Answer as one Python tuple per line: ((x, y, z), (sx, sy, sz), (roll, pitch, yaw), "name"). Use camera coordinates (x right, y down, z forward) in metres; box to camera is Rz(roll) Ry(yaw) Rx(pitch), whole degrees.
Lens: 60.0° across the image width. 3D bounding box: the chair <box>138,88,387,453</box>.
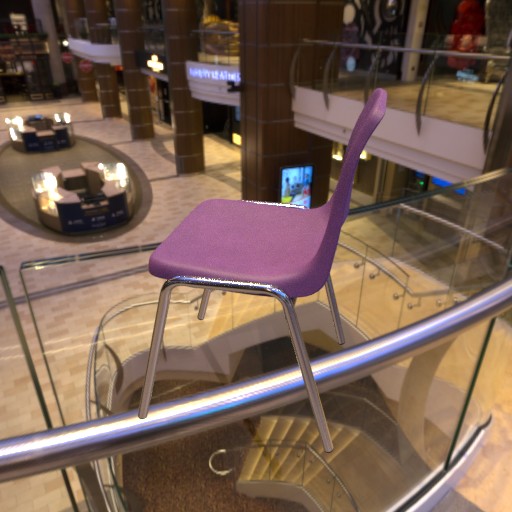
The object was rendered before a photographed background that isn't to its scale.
((0.000, 0.000, 0.909), (0.432, 0.654, 0.381), (7, 29, 12), "chair")
